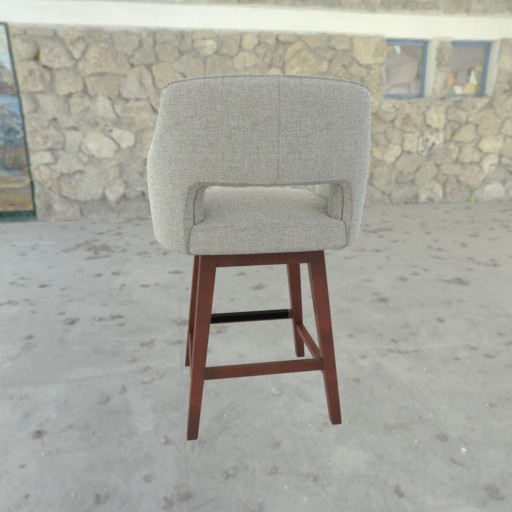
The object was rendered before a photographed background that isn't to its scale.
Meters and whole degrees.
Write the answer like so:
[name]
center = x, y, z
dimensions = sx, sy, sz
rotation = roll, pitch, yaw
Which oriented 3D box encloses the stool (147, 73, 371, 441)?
[stool]
center = 0.000, 0.000, 1.312
dimensions = 0.599, 0.944, 0.558
rotation = -3, 16, -9
